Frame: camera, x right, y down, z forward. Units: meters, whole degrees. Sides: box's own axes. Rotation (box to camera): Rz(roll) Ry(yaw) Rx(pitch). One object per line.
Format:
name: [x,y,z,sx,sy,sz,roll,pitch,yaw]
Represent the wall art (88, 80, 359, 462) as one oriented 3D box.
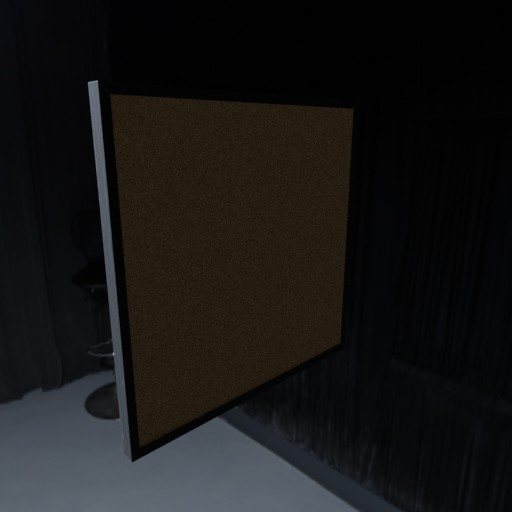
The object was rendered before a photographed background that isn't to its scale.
wall art: [0.000,0.000,1.105,0.761,0.761,0.037,-14,21,-41]
